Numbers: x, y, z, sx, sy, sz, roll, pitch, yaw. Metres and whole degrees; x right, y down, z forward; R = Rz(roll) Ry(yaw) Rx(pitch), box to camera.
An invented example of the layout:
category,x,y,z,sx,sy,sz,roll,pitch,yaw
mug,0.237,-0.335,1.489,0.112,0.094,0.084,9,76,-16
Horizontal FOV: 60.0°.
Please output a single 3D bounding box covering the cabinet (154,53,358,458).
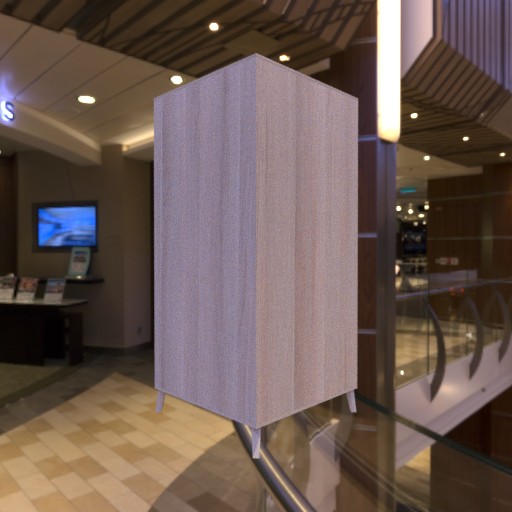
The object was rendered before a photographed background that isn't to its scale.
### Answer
category,x,y,z,sx,sy,sz,roll,pitch,yaw
cabinet,0.000,0.000,2.621,1.272,1.957,0.969,0,1,0
